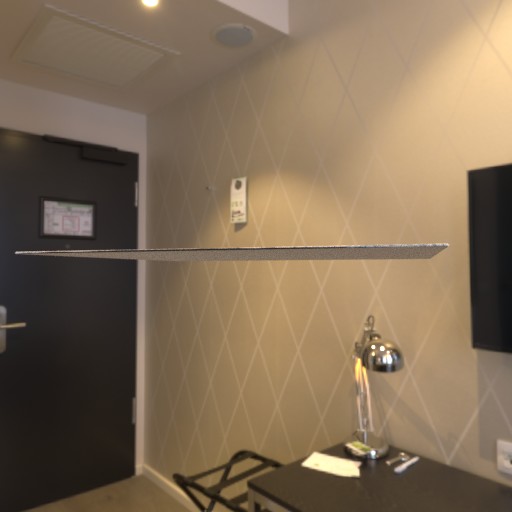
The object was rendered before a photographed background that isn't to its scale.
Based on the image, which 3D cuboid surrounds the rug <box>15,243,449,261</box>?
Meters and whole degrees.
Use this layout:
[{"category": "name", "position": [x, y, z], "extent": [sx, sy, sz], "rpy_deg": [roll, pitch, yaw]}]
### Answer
[{"category": "rug", "position": [0.000, 0.000, 4.035], "extent": [3.049, 0.015, 2.457], "rpy_deg": [-1, -2, 19]}]
